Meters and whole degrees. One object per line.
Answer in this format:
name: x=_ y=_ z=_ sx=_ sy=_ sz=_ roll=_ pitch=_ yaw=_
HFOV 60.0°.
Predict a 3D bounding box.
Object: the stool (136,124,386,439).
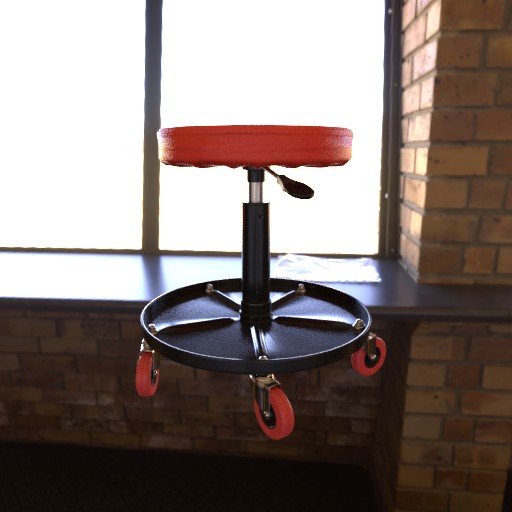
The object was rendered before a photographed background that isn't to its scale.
stool: x=0.000 y=0.000 z=0.660 sx=0.381 sy=0.365 sz=0.382 roll=-7 pitch=15 yaw=-26
